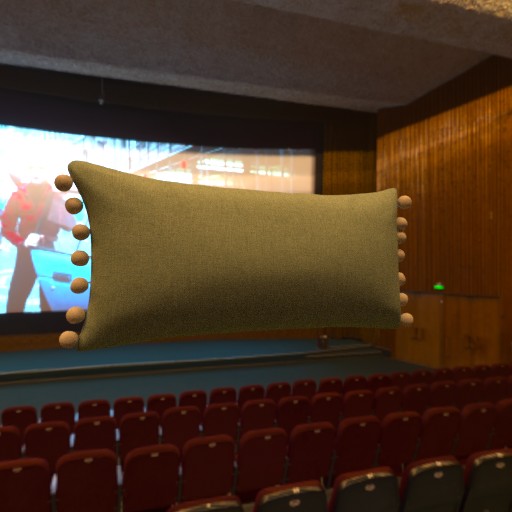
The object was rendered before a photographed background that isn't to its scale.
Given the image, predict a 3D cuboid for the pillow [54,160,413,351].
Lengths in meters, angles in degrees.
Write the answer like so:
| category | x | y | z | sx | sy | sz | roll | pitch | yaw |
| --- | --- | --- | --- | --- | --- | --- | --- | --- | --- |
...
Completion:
| category | x | y | z | sx | sy | sz | roll | pitch | yaw |
| --- | --- | --- | --- | --- | --- | --- | --- | --- | --- |
| pillow | 0.000 | 0.000 | 0.854 | 0.709 | 0.322 | 0.201 | 0 | 0 | -20 |
